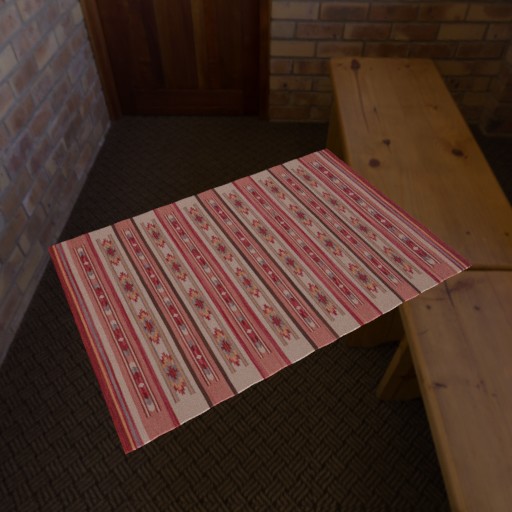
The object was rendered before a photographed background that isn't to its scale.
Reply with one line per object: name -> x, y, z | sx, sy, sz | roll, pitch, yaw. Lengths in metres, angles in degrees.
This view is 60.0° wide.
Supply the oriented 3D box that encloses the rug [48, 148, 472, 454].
rug -> 0.000, 0.000, 2.280 | 1.817, 0.008, 1.223 | -23, 51, -21
